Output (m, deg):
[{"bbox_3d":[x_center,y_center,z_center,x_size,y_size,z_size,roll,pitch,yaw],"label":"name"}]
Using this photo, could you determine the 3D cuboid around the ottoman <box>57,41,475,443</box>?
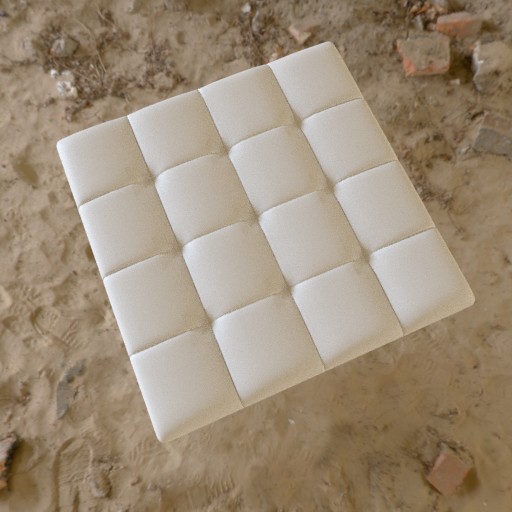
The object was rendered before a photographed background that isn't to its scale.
[{"bbox_3d":[0.000,0.000,0.772,0.425,0.432,0.425,-22,76,-6],"label":"ottoman"}]
